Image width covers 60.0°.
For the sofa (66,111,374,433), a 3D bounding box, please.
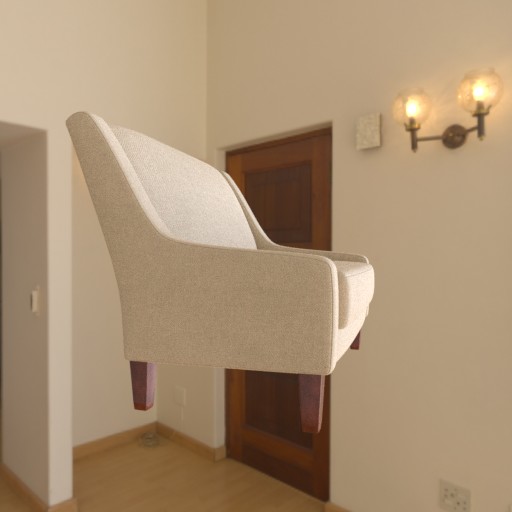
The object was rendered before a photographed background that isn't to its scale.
[{"bbox_3d":[0.000,0.000,1.893,0.946,0.976,1.212,0,0,19],"label":"sofa"}]
